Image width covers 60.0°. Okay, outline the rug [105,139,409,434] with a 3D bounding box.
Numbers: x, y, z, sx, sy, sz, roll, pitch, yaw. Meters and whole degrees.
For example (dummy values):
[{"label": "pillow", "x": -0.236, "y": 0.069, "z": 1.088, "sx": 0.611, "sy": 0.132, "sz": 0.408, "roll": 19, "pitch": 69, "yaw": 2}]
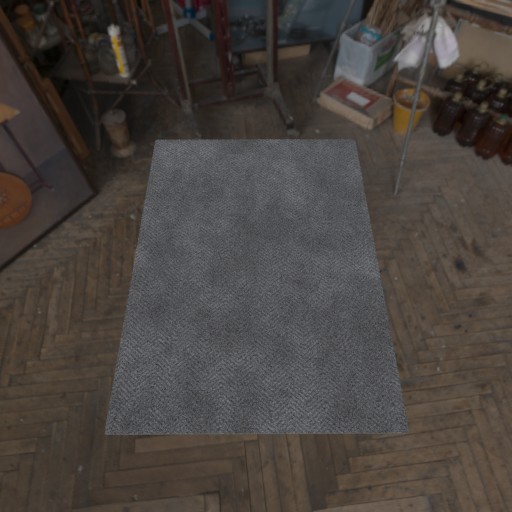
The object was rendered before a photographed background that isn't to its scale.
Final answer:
[{"label": "rug", "x": 0.000, "y": 0.000, "z": 2.941, "sx": 1.600, "sy": 0.008, "sz": 2.235, "roll": 0, "pitch": 57, "yaw": 0}]
